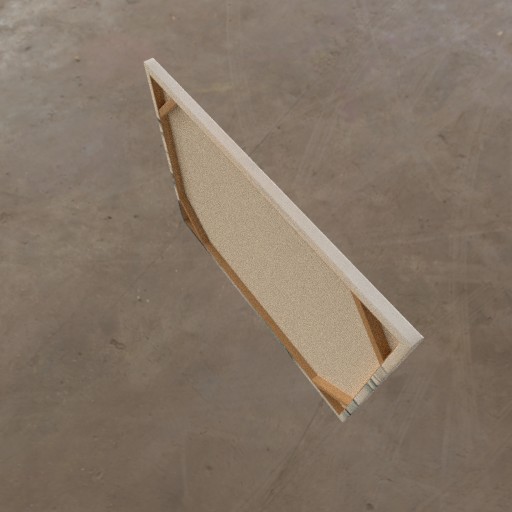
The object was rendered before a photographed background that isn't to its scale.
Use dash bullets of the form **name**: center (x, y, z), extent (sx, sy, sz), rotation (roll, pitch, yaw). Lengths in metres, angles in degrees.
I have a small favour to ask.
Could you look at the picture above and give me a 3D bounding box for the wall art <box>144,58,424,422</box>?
- **wall art**: center (0.000, 0.000, 1.623), extent (0.039, 0.915, 1.219), rotation (-32, 65, -17)
